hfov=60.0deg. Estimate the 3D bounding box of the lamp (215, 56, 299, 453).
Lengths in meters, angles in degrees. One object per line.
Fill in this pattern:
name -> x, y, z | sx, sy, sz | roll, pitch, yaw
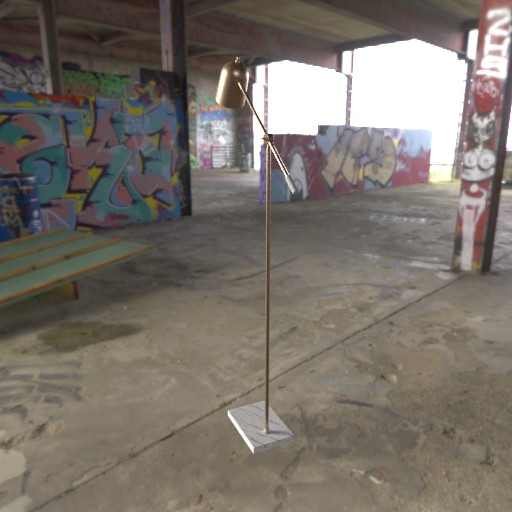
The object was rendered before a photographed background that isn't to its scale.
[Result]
lamp -> 0.000, 0.000, 1.848 | 0.194, 1.594, 0.653 | -7, 16, -24
